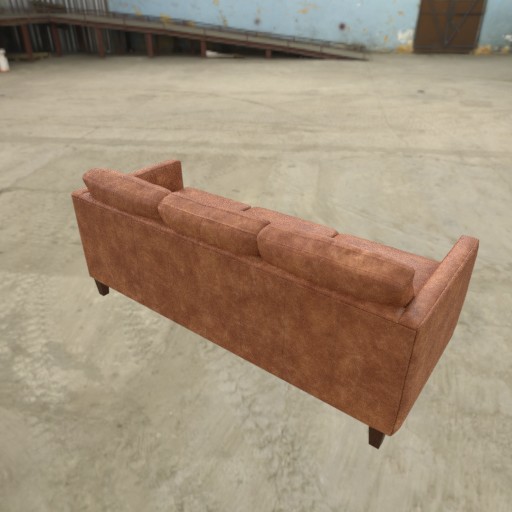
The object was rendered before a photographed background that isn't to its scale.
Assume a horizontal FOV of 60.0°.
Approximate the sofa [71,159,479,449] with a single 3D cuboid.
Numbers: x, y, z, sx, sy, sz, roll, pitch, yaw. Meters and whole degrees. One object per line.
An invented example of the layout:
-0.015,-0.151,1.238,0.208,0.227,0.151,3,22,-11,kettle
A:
0.000,0.000,2.930,2.464,1.006,1.045,20,35,32,sofa
